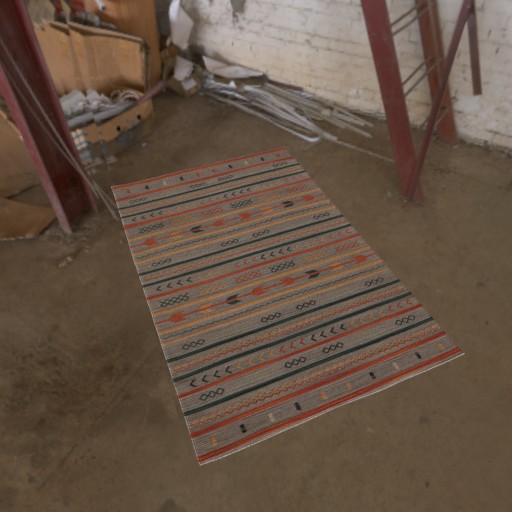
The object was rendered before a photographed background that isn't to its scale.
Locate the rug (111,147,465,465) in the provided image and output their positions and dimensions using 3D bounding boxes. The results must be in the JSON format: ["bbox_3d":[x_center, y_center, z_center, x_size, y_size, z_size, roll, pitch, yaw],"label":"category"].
[{"bbox_3d":[0.000,0.000,2.374,1.220,0.017,1.835,-17,48,-16],"label":"rug"}]
